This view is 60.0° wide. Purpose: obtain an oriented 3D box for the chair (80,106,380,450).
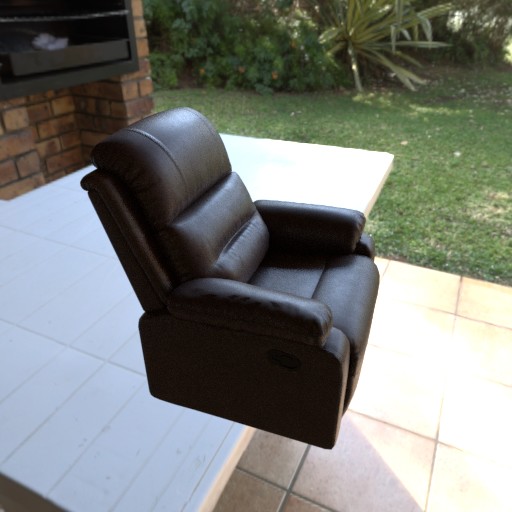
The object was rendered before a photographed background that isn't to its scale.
[{"bbox_3d":[0.000,0.000,1.681,0.919,0.992,0.855,10,32,17],"label":"chair"}]
